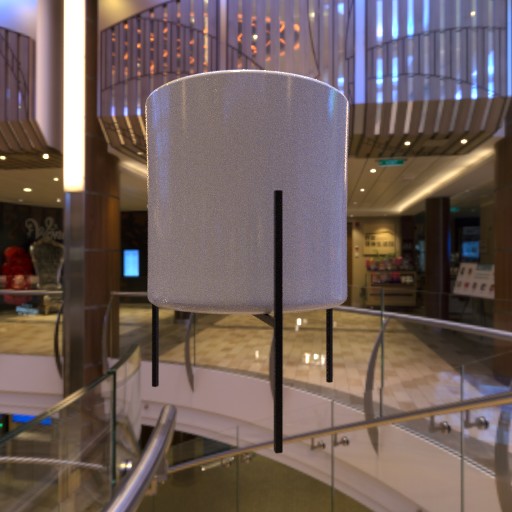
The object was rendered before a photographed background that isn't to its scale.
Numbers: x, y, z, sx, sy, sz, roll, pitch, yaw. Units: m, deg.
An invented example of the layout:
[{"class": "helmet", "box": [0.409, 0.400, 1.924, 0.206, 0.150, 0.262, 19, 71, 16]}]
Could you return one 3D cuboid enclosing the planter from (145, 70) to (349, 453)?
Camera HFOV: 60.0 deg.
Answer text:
[{"class": "planter", "box": [0.000, 0.000, 0.740, 0.361, 0.480, 0.360, 0, 0, -37]}]
